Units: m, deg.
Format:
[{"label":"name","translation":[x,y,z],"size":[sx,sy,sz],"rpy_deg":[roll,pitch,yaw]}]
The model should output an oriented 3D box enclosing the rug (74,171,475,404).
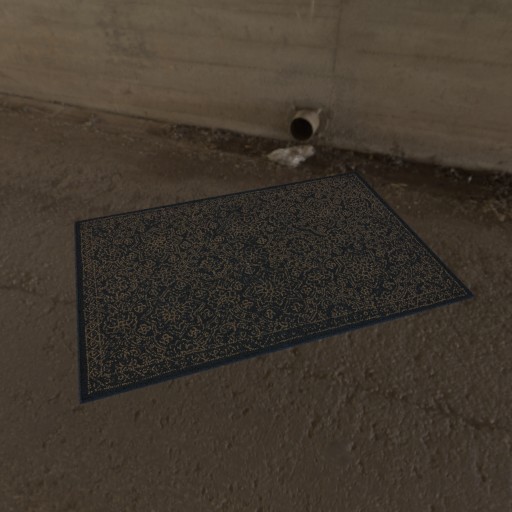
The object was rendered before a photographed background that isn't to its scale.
[{"label":"rug","translation":[0.000,0.000,2.351],"size":[1.829,0.010,1.219],"rpy_deg":[-12,43,-13]}]
